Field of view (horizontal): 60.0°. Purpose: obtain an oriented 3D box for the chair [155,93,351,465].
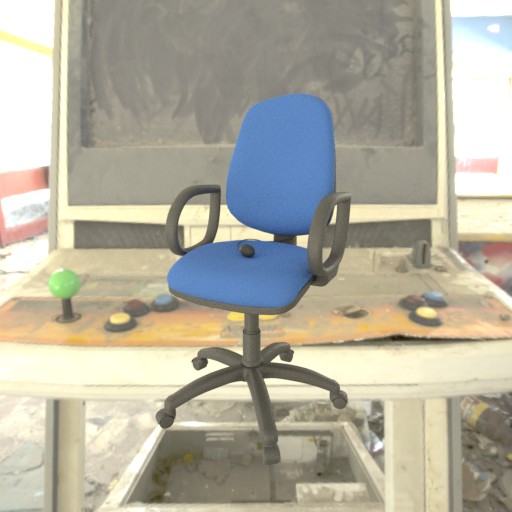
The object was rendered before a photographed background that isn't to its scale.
[{"bbox_3d":[0.000,0.000,1.264,0.552,0.905,0.549,8,17,25],"label":"chair"}]
